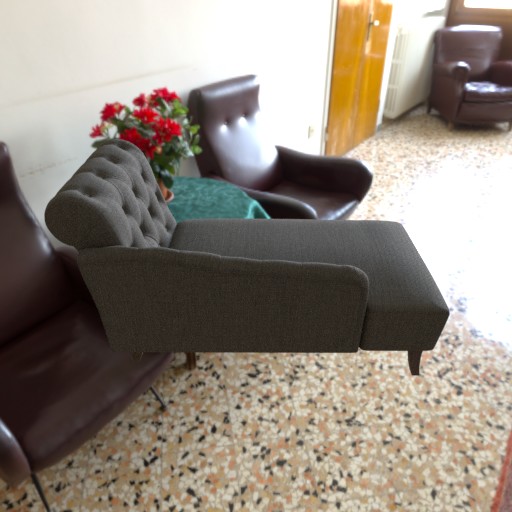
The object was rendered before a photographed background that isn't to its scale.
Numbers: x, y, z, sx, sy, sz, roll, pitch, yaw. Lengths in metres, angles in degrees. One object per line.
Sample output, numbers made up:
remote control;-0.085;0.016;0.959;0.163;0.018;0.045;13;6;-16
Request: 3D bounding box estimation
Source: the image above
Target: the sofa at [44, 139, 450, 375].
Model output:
sofa;0.000;0.000;1.819;1.379;0.787;0.675;0;33;0
